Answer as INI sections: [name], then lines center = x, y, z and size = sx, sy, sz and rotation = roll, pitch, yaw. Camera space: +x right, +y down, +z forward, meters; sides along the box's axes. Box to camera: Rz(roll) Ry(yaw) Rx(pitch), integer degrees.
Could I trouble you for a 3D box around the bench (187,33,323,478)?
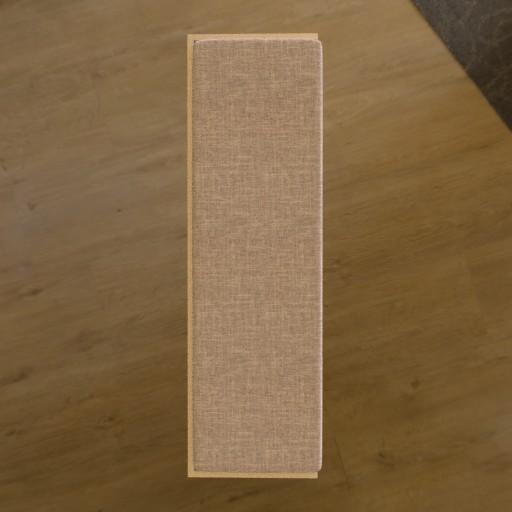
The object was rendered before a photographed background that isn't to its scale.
[bench]
center = 0.000, 0.000, 1.400
size = 0.363, 0.453, 1.196
rotation = 0, 90, 1
